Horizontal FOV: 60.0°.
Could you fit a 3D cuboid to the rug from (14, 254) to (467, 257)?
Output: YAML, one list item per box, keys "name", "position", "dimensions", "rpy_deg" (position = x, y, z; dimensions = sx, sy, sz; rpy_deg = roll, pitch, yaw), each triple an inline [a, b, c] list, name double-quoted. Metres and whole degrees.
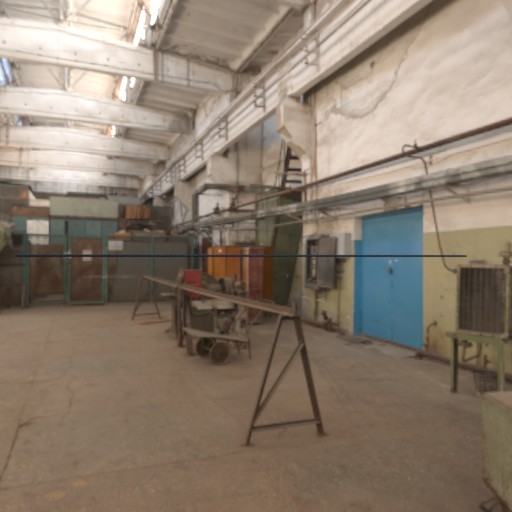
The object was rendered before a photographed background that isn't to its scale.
- name: "rug"
  position: [0.000, 0.000, 2.635]
  dimensions: [2.448, 0.012, 0.769]
  rpy_deg: [0, 0, -19]
